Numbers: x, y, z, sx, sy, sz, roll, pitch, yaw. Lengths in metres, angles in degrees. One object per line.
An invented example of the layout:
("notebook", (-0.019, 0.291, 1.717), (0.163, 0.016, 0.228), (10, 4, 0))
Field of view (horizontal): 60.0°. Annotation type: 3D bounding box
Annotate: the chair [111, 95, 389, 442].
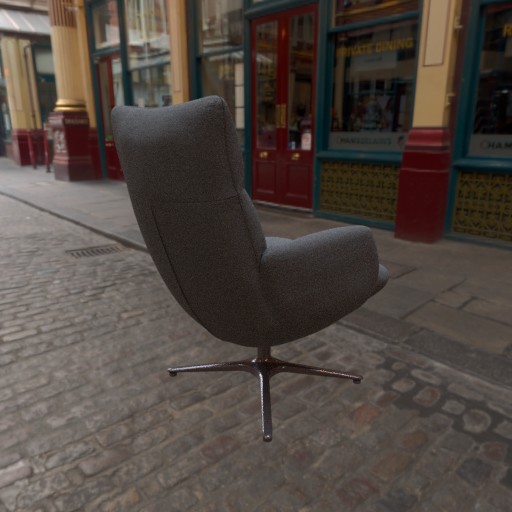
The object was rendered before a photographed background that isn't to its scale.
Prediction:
("chair", (0.000, 0.000, 1.538), (0.831, 0.984, 0.702), (-14, 21, -41))
